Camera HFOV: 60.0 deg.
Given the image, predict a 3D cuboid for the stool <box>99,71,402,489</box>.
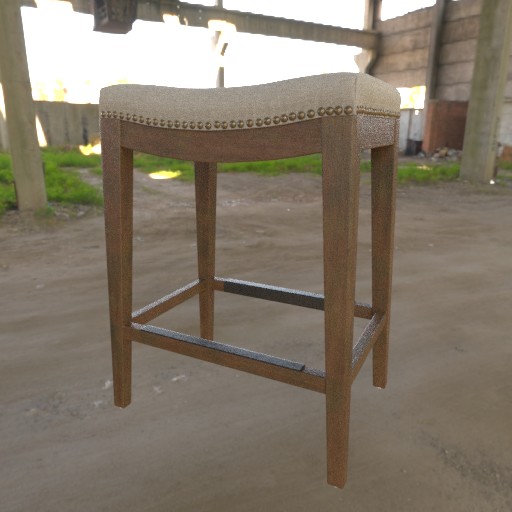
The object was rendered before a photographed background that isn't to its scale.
[{"bbox_3d":[0.000,0.000,0.909,0.508,0.660,0.356,8,18,26],"label":"stool"}]
